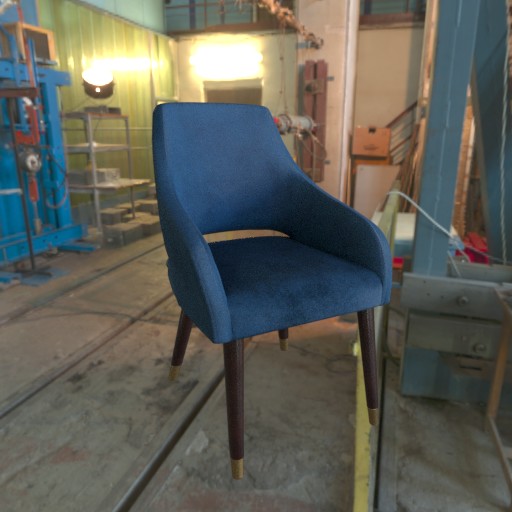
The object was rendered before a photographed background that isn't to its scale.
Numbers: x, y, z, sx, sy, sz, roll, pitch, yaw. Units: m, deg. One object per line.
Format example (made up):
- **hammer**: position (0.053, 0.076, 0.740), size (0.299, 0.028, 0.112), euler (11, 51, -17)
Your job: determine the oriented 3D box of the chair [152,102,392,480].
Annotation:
- **chair**: position (0.000, 0.000, 1.595), size (0.683, 1.081, 0.794), euler (-8, 18, -27)
